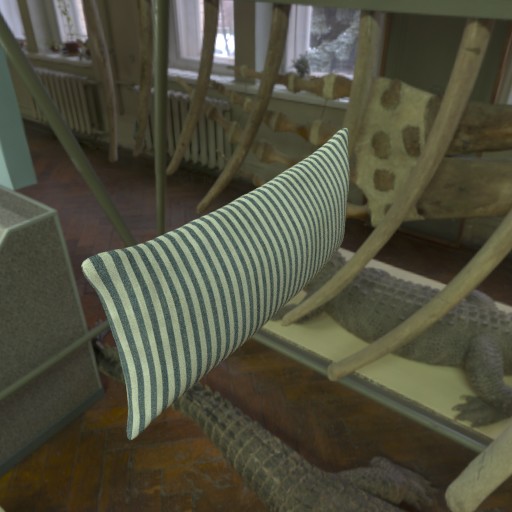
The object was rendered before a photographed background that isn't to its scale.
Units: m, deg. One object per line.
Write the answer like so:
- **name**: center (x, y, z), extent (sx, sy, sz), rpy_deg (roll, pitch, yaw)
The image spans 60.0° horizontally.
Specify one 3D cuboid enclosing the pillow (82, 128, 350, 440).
- **pillow**: center (0.000, 0.000, 0.746), extent (0.151, 0.295, 0.617), rpy_deg (21, 37, 30)
